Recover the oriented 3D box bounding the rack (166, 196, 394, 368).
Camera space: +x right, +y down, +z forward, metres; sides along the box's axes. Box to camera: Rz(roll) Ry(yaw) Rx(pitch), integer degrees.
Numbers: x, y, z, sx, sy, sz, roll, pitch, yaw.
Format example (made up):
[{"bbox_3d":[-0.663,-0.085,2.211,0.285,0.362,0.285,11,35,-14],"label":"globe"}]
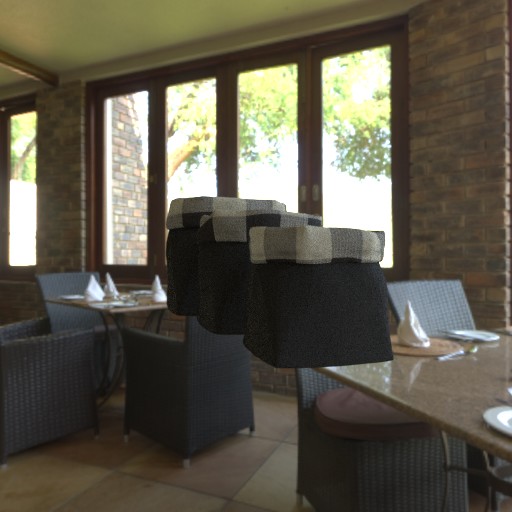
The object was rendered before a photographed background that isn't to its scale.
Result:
[{"bbox_3d":[0.000,0.000,1.065,0.370,0.329,0.889,0,0,-18],"label":"rack"}]
